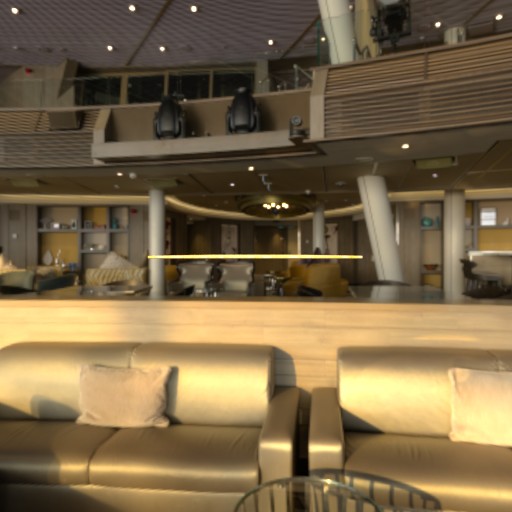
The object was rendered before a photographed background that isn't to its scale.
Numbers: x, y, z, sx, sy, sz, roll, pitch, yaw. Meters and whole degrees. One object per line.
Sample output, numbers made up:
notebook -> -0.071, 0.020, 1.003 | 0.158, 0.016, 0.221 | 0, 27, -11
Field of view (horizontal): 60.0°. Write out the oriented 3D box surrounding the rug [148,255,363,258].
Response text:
rug -> 0.000, 0.000, 2.790 | 0.775, 0.010, 2.438 | 0, 0, 0
